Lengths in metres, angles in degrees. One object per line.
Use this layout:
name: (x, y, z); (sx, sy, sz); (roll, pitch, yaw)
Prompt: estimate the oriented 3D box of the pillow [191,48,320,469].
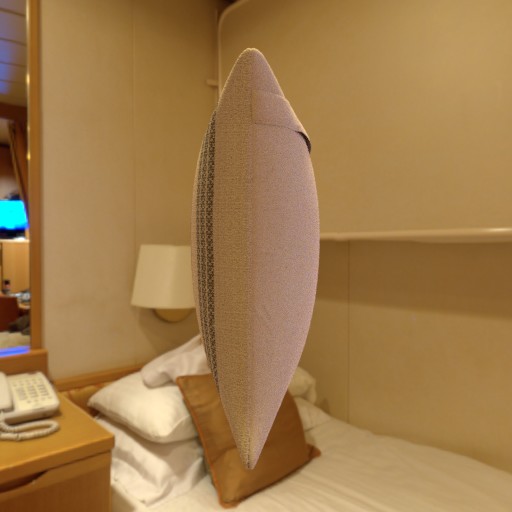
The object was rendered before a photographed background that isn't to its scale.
pillow: (0.000, 0.000, 0.624); (0.173, 0.406, 0.405); (0, 1, 2)
